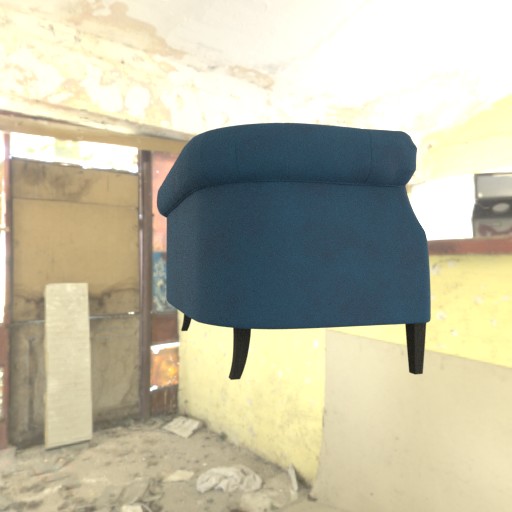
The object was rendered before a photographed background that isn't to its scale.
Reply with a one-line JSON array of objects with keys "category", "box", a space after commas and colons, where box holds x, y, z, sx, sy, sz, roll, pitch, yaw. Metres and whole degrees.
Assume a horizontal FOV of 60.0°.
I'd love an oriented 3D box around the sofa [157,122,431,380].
[{"category": "sofa", "box": [0.000, 0.000, 2.062, 0.835, 0.827, 1.558, 0, -1, -18]}]
